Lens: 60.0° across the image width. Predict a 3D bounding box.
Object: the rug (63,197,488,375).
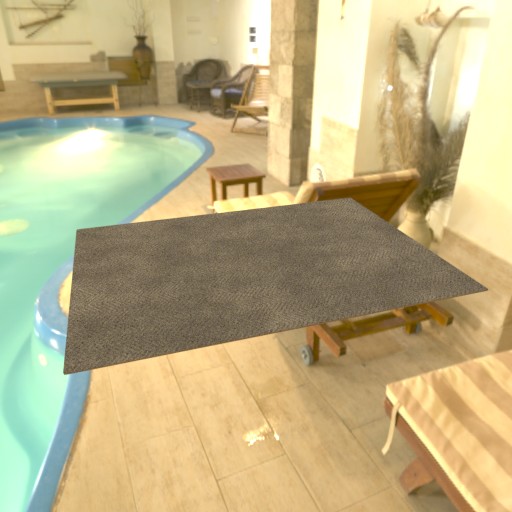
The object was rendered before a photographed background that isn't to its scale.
[{"bbox_3d":[0.000,0.000,2.862,2.235,0.008,1.600,-8,28,-16],"label":"rug"}]
